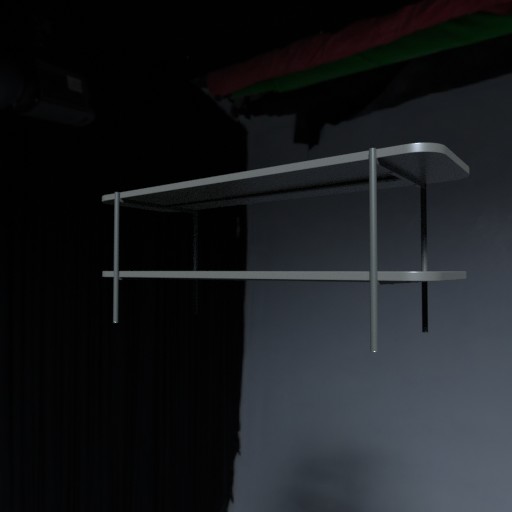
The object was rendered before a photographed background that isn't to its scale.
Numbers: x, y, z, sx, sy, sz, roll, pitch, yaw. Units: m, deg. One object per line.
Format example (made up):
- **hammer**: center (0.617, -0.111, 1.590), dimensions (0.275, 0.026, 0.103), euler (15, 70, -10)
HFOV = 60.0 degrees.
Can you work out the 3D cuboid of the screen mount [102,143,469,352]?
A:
- **screen mount**: center (0.000, 0.000, 1.405), dimensions (1.200, 0.447, 0.400), euler (-1, -2, 37)
